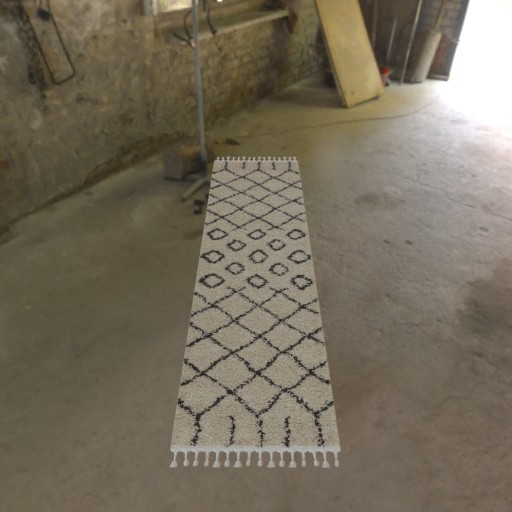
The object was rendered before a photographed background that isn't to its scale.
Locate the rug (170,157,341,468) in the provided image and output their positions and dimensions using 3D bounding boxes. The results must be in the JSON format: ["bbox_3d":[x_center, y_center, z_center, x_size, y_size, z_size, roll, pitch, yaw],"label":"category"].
[{"bbox_3d":[0.000,0.000,2.606,0.660,0.005,2.464,0,40,0],"label":"rug"}]
